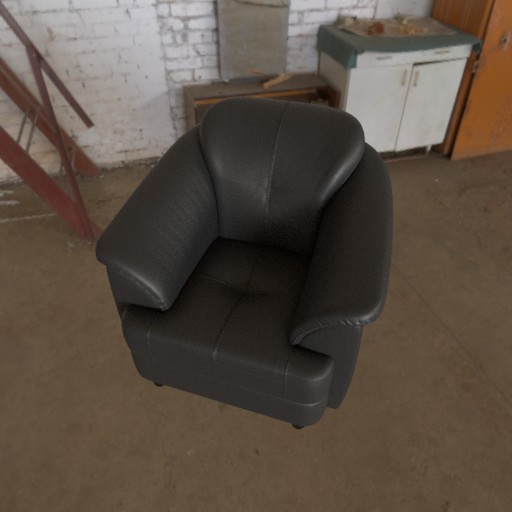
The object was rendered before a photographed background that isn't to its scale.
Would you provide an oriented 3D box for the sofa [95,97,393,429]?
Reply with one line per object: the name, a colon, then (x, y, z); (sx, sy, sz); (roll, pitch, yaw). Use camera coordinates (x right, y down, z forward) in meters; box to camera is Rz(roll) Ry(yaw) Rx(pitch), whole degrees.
sofa: (0.000, 0.000, 1.526); (0.870, 0.811, 0.794); (12, 42, 14)
